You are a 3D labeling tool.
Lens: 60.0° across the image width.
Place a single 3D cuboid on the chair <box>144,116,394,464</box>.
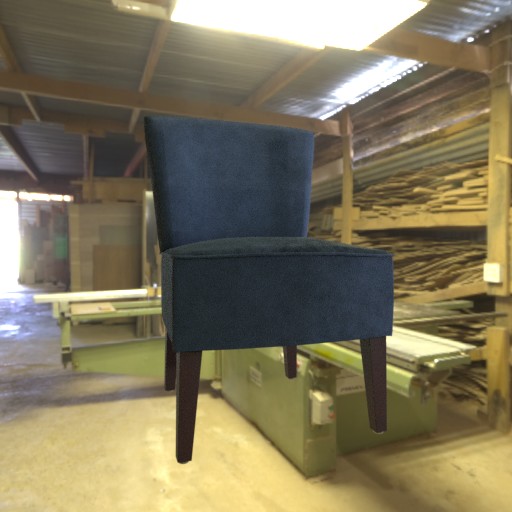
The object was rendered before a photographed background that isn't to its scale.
[{"bbox_3d":[0.000,0.000,1.142,0.521,0.806,0.551,0,1,-19],"label":"chair"}]
